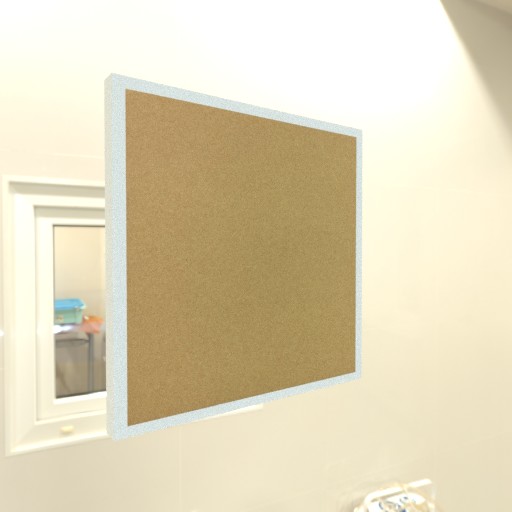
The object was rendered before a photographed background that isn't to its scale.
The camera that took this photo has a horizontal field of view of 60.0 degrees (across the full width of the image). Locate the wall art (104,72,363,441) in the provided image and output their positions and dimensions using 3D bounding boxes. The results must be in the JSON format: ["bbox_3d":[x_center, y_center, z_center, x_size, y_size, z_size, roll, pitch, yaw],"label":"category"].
[{"bbox_3d":[0.000,0.000,0.466,0.307,0.307,0.020,-1,1,-35],"label":"wall art"}]
